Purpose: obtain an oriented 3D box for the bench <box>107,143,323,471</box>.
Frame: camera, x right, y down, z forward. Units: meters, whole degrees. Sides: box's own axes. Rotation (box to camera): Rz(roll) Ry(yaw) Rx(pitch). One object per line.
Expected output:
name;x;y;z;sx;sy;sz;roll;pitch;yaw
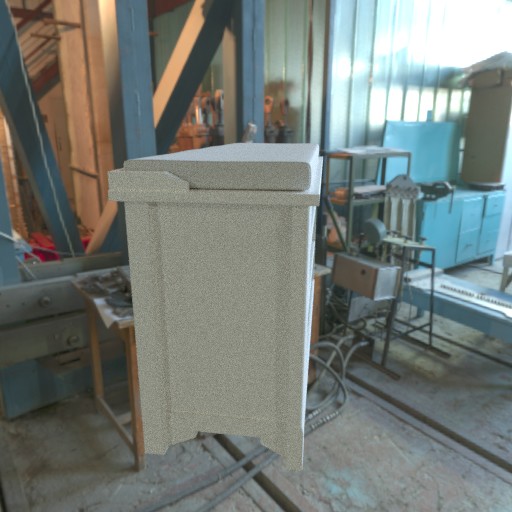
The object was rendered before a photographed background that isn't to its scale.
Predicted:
bench;0.000;0.000;1.243;0.346;0.589;0.987;2;16;8
